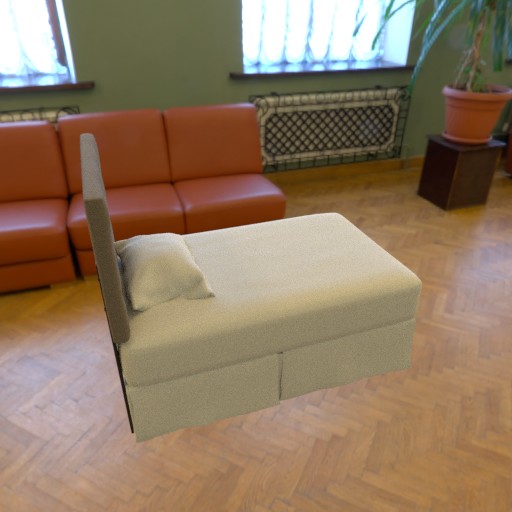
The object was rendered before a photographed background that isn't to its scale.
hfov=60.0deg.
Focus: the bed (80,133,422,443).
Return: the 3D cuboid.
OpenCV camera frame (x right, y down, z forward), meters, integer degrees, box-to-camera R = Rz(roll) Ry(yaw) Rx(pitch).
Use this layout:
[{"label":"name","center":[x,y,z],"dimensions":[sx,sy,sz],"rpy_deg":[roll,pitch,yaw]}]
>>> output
[{"label":"bed","center":[0.000,0.000,3.025],"dimensions":[1.997,1.571,1.261],"rpy_deg":[-10,32,-17]}]
